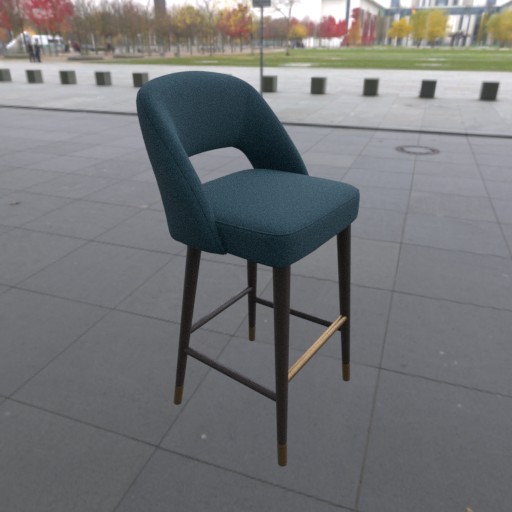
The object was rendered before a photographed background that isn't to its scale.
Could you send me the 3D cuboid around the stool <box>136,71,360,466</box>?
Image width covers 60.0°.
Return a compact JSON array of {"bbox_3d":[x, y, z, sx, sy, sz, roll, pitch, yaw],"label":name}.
[{"bbox_3d":[0.000,0.000,1.357,0.522,1.032,0.536,17,30,31],"label":"stool"}]
